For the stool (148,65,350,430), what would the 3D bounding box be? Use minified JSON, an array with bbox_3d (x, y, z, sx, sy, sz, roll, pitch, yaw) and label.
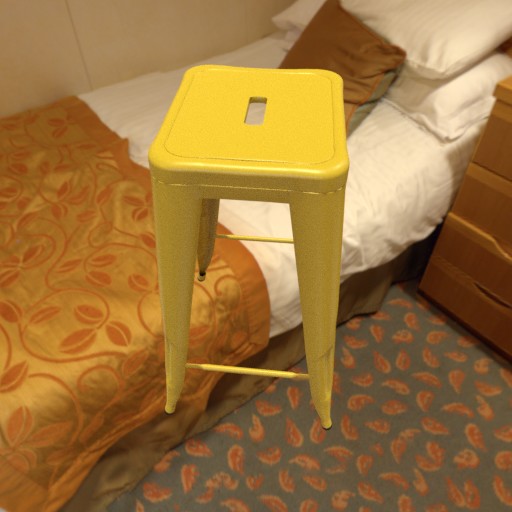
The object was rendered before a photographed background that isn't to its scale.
[{"bbox_3d":[0.000,0.000,0.850,0.359,0.609,0.399,4,47,4],"label":"stool"}]
